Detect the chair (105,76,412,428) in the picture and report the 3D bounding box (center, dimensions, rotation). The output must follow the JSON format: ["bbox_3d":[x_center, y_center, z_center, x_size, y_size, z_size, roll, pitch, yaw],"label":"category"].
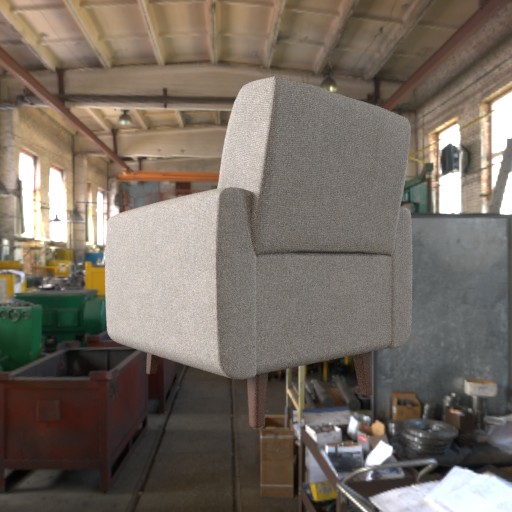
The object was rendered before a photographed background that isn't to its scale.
[{"bbox_3d":[0.000,0.000,1.667,0.845,0.968,0.942,0,0,-37],"label":"chair"}]
